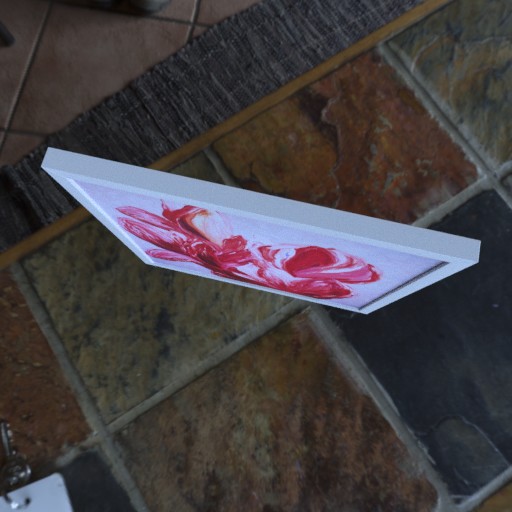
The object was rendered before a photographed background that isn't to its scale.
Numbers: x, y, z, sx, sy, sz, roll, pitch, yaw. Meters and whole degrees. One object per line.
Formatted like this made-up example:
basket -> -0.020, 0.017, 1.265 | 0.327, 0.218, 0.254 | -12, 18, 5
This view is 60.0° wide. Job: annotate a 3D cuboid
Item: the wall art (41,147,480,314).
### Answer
wall art -> 0.000, 0.000, 0.672 | 0.455, 0.453, 0.023 | 13, 76, 3
